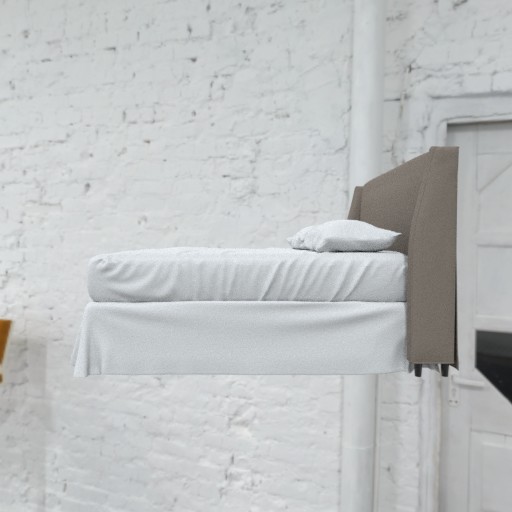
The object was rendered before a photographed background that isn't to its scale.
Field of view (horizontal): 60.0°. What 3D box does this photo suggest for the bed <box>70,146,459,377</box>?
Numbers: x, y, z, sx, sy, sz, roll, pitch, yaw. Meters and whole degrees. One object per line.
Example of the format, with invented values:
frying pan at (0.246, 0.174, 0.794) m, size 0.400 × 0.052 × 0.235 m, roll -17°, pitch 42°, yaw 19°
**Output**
bed at (0.000, 0.000, 3.417) m, size 2.276 × 1.332 × 1.925 m, roll 0°, pitch 2°, yaw -1°
